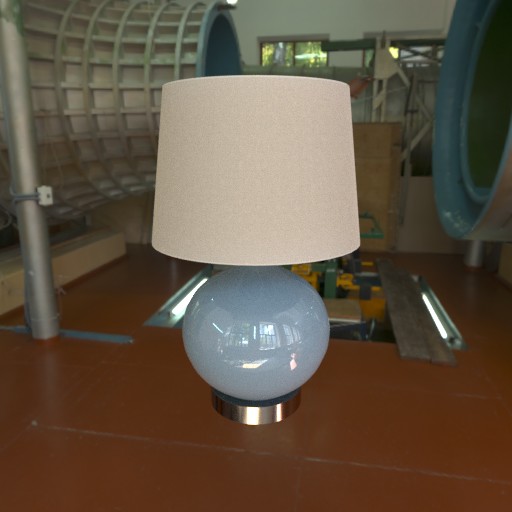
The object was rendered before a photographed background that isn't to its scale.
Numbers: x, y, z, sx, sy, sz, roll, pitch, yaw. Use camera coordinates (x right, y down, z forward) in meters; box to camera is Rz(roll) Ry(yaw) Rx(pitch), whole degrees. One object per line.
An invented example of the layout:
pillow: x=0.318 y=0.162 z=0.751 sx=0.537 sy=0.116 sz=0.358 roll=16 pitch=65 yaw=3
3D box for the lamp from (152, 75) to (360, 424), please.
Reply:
lamp: x=0.000 y=0.000 z=0.543 sx=0.247 sy=0.387 sz=0.247 roll=0 pitch=14 yaw=0
